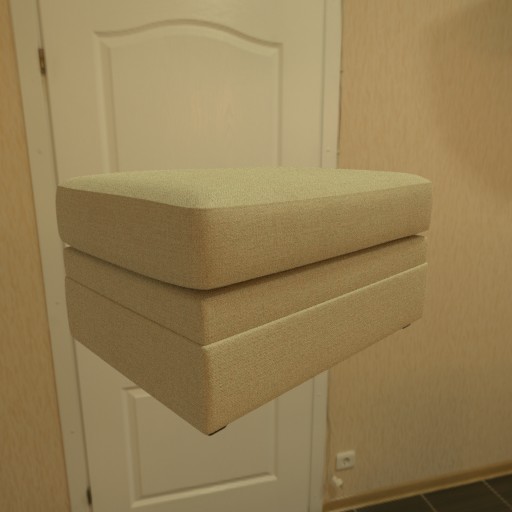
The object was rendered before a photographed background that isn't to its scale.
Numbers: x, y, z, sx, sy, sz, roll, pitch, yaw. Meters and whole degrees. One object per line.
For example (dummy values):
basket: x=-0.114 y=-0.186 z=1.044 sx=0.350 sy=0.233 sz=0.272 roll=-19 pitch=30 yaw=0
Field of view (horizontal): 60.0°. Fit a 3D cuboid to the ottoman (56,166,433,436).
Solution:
ottoman: x=0.000 y=0.000 z=1.240 sx=0.885 sy=0.478 sz=0.637 roll=-13 pitch=19 yaw=-42
